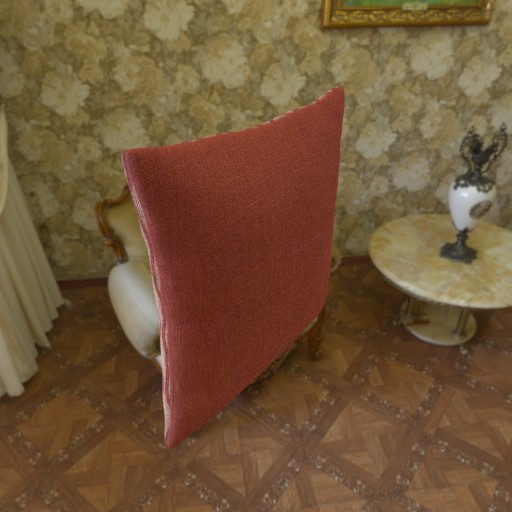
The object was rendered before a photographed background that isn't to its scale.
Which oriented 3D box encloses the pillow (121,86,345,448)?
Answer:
[{"bbox_3d":[0.000,0.000,0.668,0.159,0.434,0.429,21,37,30],"label":"pillow"}]
